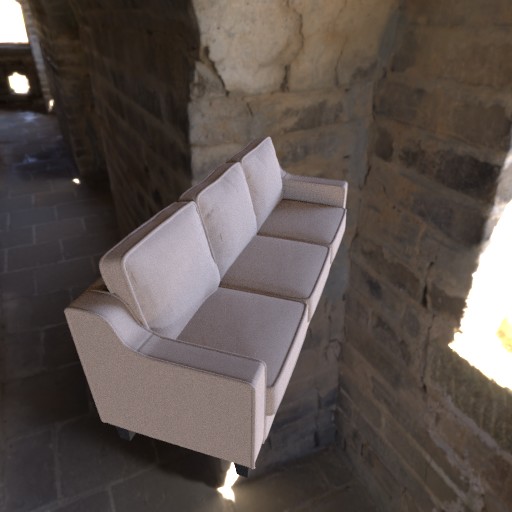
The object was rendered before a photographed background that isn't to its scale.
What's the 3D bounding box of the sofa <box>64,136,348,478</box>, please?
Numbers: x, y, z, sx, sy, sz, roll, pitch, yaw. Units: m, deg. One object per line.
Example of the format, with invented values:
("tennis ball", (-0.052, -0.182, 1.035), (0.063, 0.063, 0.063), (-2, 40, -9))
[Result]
("sofa", (0.000, 0.000, 2.539), (0.791, 0.902, 2.131), (9, 31, 16))
